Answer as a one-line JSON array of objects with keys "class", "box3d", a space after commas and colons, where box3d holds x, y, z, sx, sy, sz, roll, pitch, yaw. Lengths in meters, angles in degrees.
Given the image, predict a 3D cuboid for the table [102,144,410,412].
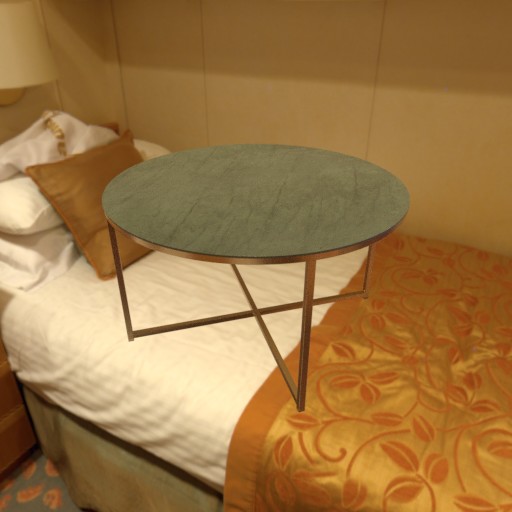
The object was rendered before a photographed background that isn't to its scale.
[{"class": "table", "box3d": [0.000, 0.000, 1.313, 0.800, 0.450, 0.800, 0, 29, 0]}]
